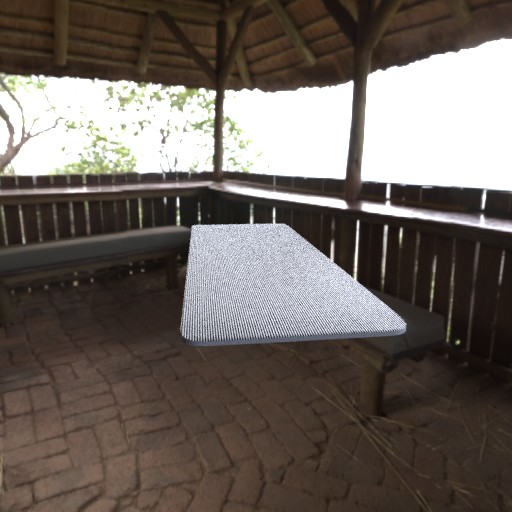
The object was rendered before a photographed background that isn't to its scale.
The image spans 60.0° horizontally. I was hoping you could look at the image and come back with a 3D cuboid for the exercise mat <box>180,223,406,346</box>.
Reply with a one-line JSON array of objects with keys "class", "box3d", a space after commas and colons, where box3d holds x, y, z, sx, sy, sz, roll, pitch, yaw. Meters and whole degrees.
[{"class": "exercise mat", "box3d": [0.000, 0.000, 2.044, 0.616, 0.021, 1.884, -2, 13, -7]}]
